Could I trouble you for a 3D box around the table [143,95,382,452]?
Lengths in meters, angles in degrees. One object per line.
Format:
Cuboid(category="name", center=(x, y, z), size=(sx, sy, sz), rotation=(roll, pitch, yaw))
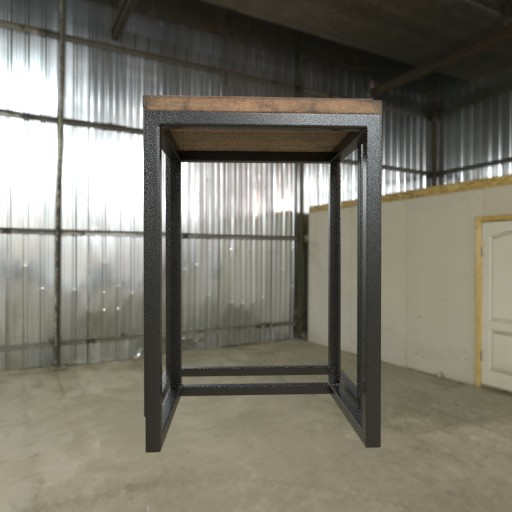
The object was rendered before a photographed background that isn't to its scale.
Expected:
Cuboid(category="table", center=(0.000, 0.000, 0.927), size=(0.456, 0.615, 0.460), rotation=(0, 1, -1))
